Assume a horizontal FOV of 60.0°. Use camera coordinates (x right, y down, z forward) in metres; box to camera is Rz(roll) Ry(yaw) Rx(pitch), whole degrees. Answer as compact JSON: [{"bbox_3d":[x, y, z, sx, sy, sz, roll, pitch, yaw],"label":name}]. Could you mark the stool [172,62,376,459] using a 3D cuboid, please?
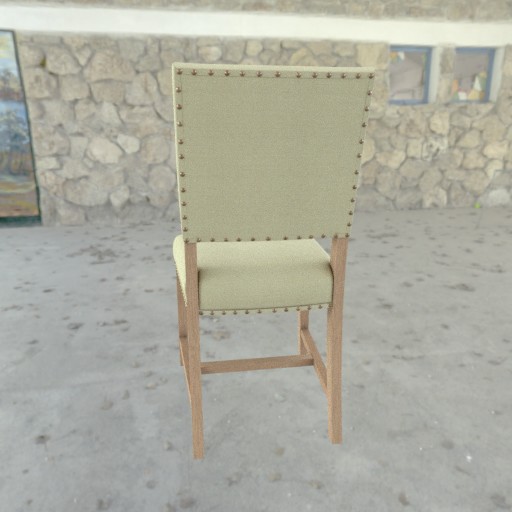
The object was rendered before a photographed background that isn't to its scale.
[{"bbox_3d":[0.000,0.000,1.328,0.508,0.986,0.623,-2,15,-9],"label":"stool"}]
